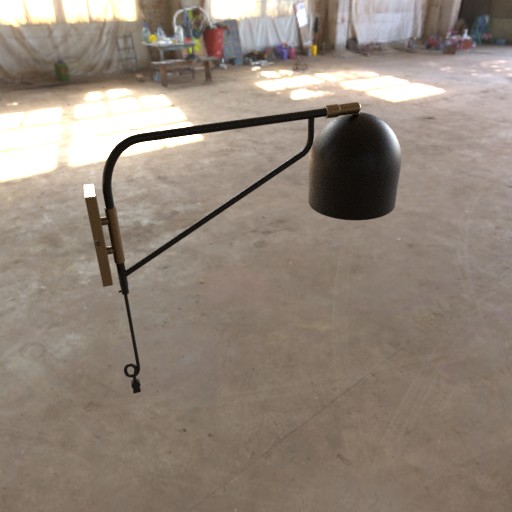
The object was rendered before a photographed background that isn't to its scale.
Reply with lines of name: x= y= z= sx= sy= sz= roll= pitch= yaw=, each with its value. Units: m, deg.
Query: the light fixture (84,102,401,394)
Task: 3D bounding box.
light fixture: x=0.000 y=0.000 z=1.089 sx=0.720 sy=0.696 sz=0.215 roll=-10 pitch=32 yaw=-17
